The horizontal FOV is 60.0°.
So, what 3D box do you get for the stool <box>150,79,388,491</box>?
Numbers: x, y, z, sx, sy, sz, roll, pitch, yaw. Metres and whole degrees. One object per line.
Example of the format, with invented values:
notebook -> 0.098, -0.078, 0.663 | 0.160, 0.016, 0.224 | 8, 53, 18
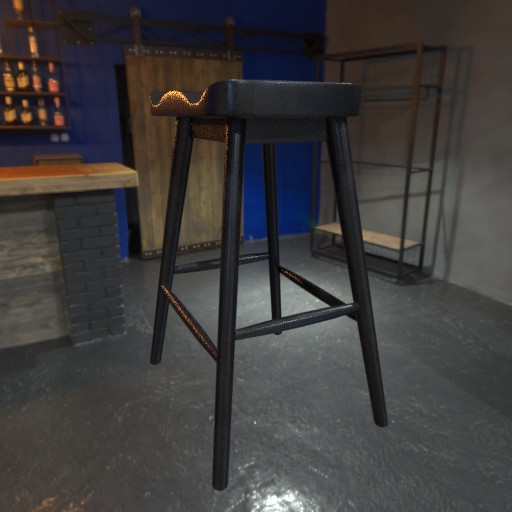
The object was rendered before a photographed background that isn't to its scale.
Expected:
stool -> 0.000, 0.000, 0.869 | 0.361, 0.615, 0.440 | -9, 20, -25
